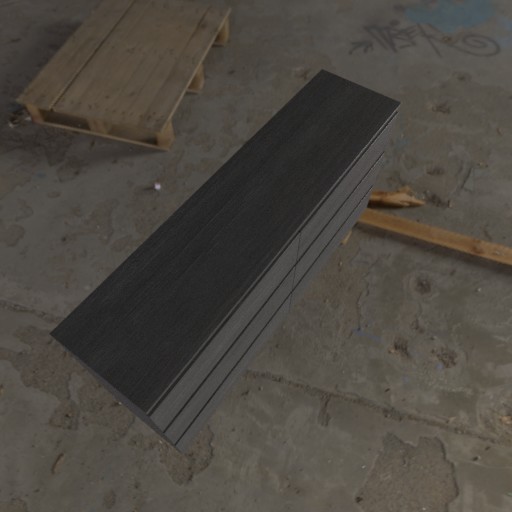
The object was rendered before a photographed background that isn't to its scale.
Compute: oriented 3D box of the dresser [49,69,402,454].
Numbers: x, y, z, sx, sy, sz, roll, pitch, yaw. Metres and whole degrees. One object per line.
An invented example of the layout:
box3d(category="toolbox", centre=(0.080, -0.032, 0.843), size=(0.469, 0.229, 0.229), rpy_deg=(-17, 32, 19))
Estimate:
box3d(category="dresser", centre=(0.000, 0.000, 1.961), size=(0.400, 0.795, 1.590), rpy_deg=(31, 63, 18))
